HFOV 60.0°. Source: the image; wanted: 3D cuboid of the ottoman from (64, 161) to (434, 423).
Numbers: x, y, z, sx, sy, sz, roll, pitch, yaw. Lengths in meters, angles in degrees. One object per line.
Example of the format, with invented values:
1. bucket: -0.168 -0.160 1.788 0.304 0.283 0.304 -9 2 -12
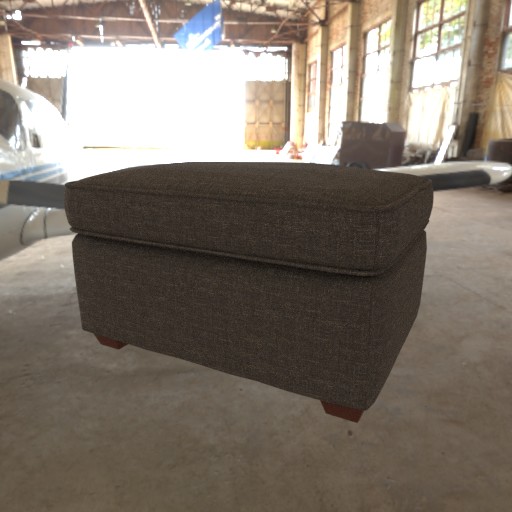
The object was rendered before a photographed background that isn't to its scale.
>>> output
1. ottoman: 0.000 0.000 1.096 0.749 0.450 0.549 8 18 27
